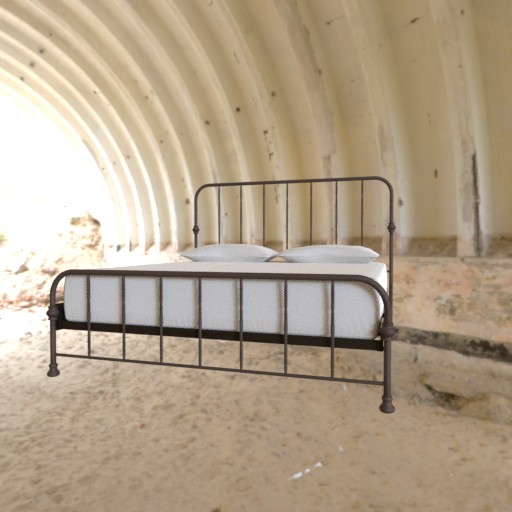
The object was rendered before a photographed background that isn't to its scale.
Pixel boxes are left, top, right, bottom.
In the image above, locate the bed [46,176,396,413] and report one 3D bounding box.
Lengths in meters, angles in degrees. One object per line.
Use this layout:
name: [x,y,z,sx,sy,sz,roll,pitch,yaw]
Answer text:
bed: [0.000,0.000,3.397,2.044,1.446,2.134,0,1,17]
